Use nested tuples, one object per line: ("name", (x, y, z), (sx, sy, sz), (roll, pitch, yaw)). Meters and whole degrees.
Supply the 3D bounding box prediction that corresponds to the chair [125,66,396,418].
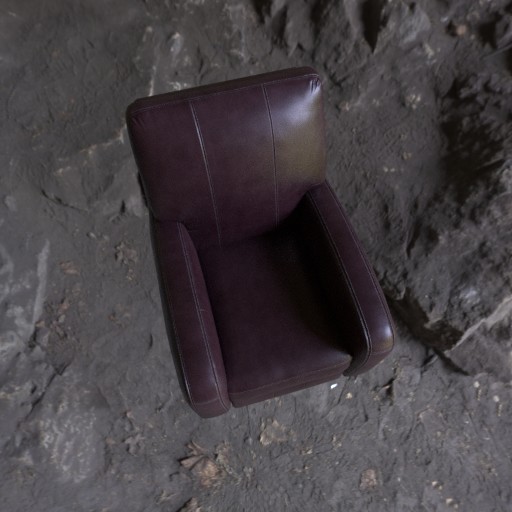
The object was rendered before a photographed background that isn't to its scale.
("chair", (0.000, 0.000, 1.688), (0.762, 0.990, 0.990), (-14, 64, -7))
